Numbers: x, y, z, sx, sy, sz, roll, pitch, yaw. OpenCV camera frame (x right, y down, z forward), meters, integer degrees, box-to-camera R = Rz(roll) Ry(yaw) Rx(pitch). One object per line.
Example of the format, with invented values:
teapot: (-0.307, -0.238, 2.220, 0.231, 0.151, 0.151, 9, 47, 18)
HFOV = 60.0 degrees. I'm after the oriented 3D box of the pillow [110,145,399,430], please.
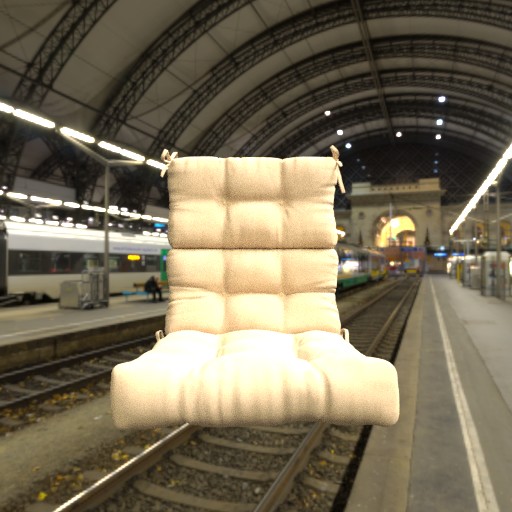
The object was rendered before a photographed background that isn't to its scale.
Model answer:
pillow: (0.000, 0.000, 0.991, 0.519, 0.605, 0.571, 0, -1, 0)
